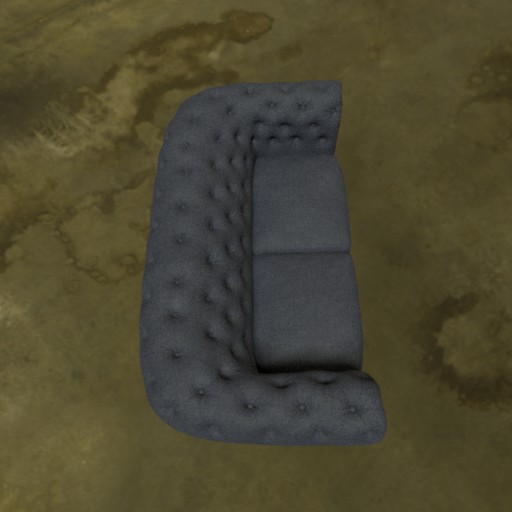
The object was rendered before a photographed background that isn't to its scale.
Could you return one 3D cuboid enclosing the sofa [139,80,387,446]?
[{"bbox_3d":[0.000,0.000,2.467,1.082,0.833,1.988,0,63,0],"label":"sofa"}]
